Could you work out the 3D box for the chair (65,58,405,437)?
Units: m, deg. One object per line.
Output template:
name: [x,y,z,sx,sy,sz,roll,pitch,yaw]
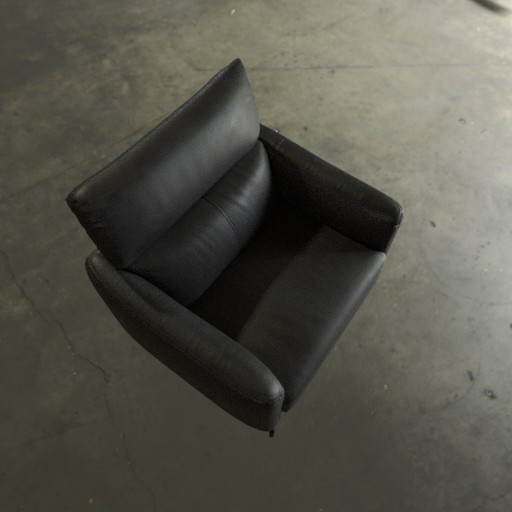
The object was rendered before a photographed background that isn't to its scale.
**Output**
chair: [0.000,0.000,1.670,0.809,0.949,0.976,31,63,18]
